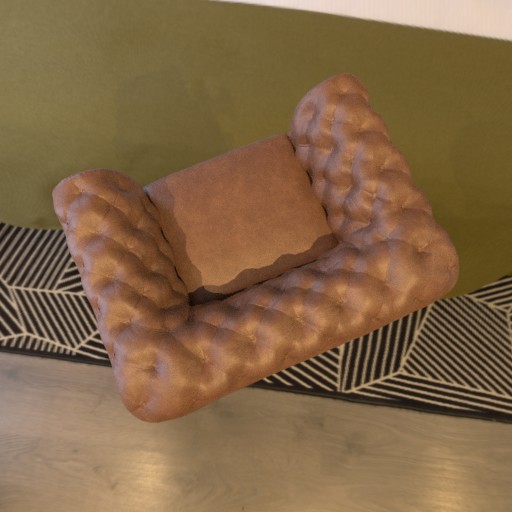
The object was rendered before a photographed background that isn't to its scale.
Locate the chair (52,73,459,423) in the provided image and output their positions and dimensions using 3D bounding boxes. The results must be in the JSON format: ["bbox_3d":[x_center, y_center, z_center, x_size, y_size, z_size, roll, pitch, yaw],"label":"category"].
[{"bbox_3d":[0.000,0.000,1.888,1.298,0.784,0.954,-23,76,-6],"label":"chair"}]
